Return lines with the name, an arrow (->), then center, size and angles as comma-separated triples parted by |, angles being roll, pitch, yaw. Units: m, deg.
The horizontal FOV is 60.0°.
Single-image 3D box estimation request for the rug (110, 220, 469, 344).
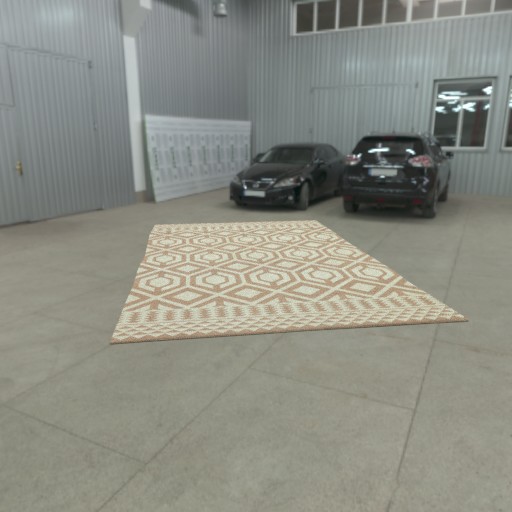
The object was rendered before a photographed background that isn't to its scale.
rug -> 0.000, 0.000, 2.988 | 1.526, 0.011, 2.435 | -2, 15, -8
